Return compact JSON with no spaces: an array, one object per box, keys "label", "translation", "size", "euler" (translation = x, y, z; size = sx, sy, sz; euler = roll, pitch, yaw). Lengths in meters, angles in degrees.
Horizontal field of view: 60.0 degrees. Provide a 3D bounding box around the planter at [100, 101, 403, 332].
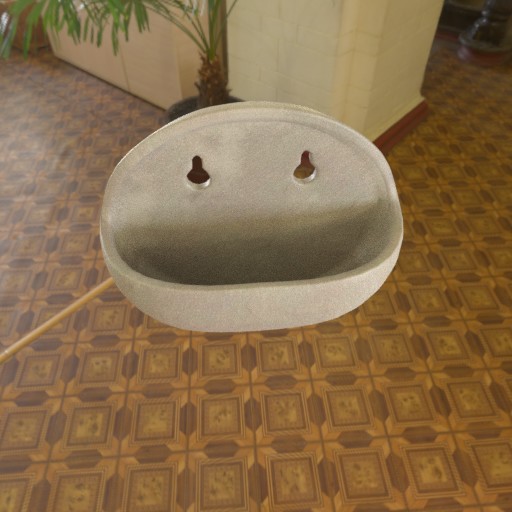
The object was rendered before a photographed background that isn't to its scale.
[{"label":"planter","translation":[0.000,0.000,0.270],"size":[0.190,0.164,0.073],"euler":[-3,47,-3]}]
